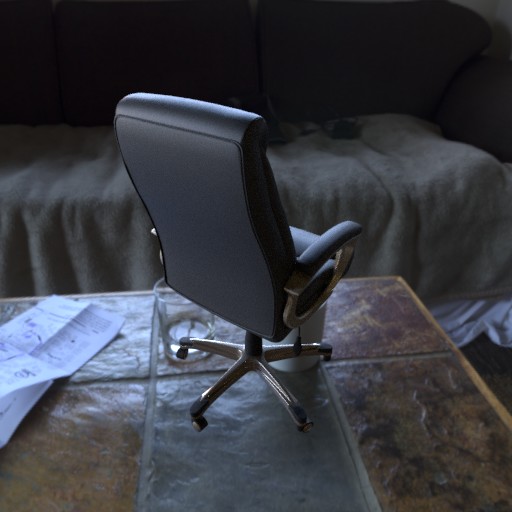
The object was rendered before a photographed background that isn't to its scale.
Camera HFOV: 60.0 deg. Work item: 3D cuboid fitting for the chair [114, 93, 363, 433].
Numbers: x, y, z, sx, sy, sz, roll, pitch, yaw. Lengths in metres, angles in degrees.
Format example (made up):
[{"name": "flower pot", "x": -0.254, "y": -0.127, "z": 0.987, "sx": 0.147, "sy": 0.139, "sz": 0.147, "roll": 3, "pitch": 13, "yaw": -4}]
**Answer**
[{"name": "chair", "x": 0.000, "y": 0.000, "z": 1.626, "sx": 0.694, "sy": 1.188, "sz": 0.748, "roll": 22, "pitch": 37, "yaw": 32}]
